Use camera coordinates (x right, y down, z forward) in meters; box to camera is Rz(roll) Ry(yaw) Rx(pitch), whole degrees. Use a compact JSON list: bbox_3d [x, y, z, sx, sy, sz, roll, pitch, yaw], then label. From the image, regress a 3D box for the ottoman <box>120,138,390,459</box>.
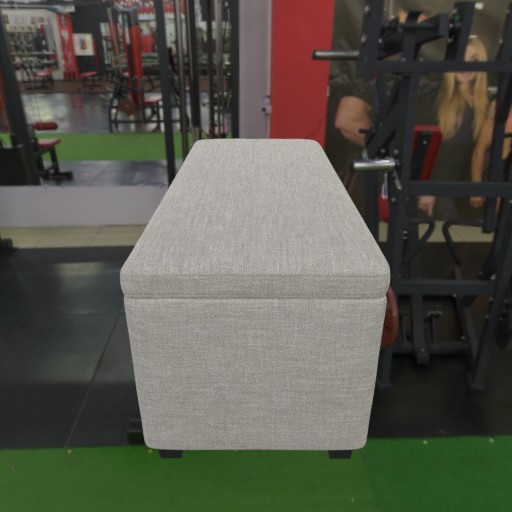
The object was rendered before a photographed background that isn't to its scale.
[{"bbox_3d":[0.000,0.000,1.112,0.419,0.432,0.902,0,26,0],"label":"ottoman"}]
